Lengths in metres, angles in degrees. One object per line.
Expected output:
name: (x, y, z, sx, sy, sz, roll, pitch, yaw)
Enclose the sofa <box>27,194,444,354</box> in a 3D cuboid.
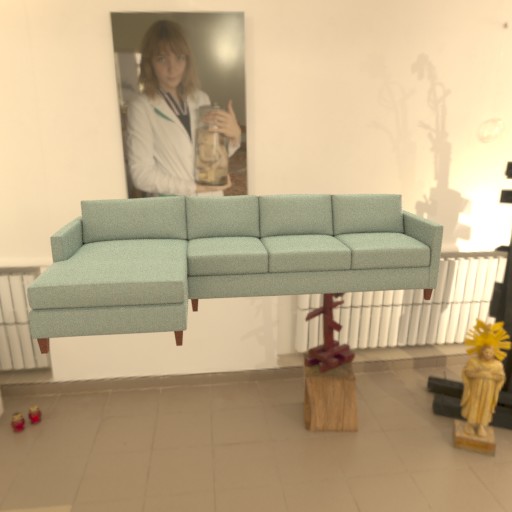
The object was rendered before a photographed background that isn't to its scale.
sofa: (0.000, 0.000, 4.044, 3.470, 0.953, 1.600, -2, 16, -7)
